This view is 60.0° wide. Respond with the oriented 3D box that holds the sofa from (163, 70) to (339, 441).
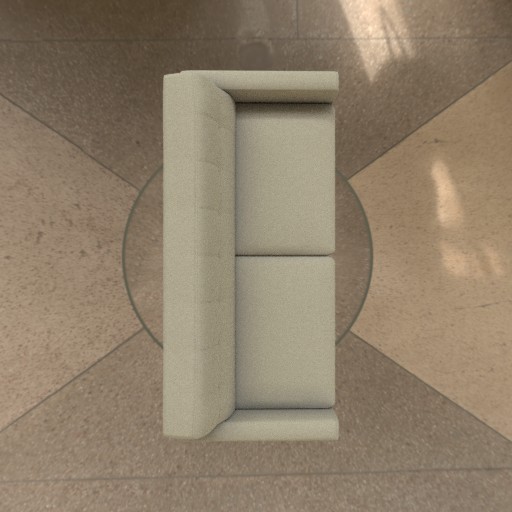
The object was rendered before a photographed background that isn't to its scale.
[{"bbox_3d":[0.000,0.000,2.697,0.980,0.892,2.137,0,90,-1],"label":"sofa"}]
